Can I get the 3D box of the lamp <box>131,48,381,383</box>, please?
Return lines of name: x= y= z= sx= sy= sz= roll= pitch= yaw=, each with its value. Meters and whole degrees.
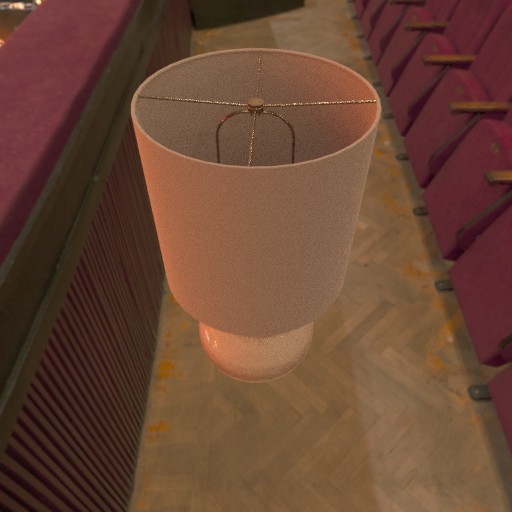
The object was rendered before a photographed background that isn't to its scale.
lamp: x=0.000 y=0.000 z=0.535 sx=0.217 sy=0.404 sz=0.217 roll=2 pitch=46 yaw=2
